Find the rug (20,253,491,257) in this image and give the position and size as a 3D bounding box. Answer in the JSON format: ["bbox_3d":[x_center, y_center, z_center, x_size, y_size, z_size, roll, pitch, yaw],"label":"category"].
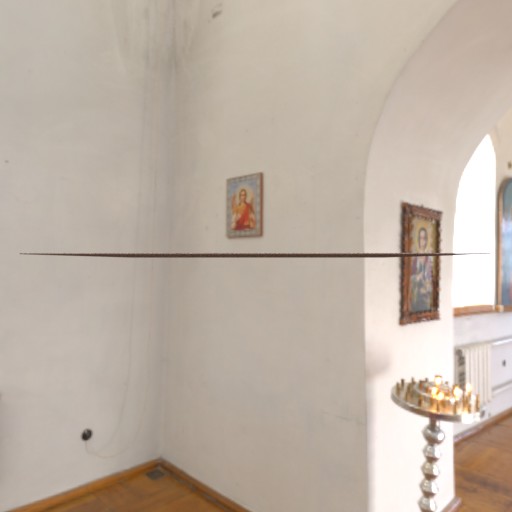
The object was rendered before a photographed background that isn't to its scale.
[{"bbox_3d":[0.000,0.000,4.082,3.046,0.008,2.442,0,-1,1],"label":"rug"}]
